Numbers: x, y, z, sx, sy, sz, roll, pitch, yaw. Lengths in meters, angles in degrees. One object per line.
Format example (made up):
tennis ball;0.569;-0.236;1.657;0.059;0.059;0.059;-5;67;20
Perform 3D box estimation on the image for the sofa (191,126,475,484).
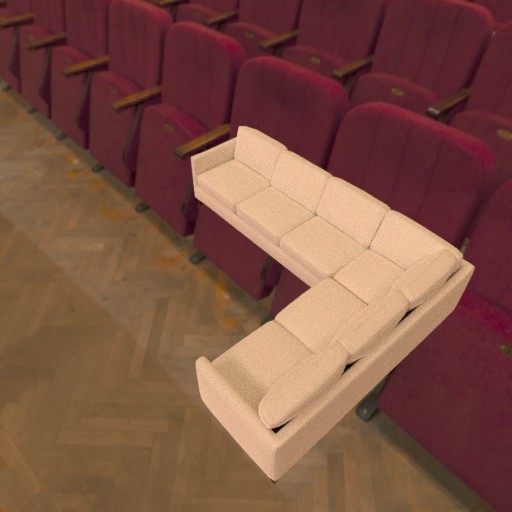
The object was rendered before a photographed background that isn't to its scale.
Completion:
sofa;0.000;0.000;4.532;2.593;0.947;3.302;-32;53;-28
